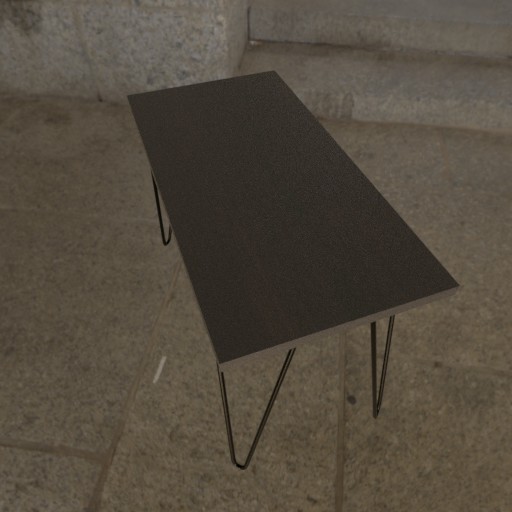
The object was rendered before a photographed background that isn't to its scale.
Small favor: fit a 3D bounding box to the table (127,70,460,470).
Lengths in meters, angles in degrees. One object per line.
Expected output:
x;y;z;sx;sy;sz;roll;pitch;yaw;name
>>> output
0.000;0.000;1.378;0.499;0.660;0.991;-15;50;-13;table
